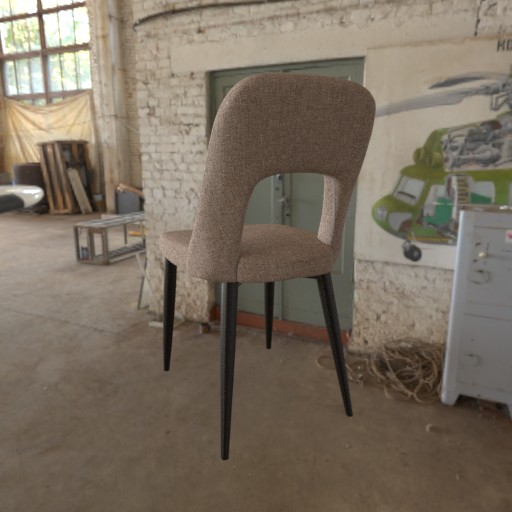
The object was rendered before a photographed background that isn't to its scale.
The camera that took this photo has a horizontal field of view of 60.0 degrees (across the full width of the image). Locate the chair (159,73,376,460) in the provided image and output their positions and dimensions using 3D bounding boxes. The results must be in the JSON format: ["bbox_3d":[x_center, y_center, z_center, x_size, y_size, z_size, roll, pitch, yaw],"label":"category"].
[{"bbox_3d":[0.000,0.000,1.319,0.470,0.931,0.612,-6,14,-26],"label":"chair"}]
